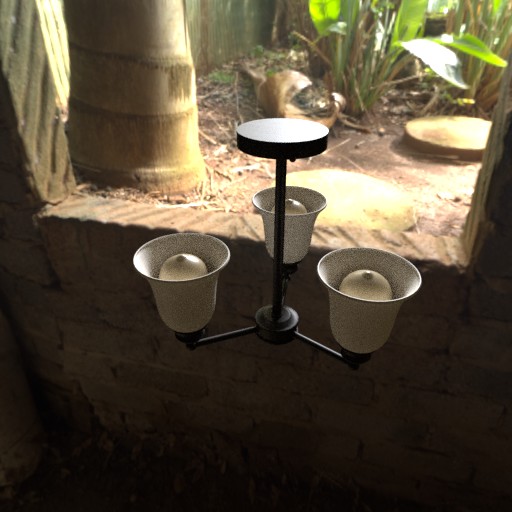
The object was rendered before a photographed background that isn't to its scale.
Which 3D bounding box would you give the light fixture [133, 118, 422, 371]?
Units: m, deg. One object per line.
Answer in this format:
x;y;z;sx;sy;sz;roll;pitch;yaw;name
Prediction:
0.000;0.000;0.663;0.354;0.370;0.388;-11;32;-17;light fixture
